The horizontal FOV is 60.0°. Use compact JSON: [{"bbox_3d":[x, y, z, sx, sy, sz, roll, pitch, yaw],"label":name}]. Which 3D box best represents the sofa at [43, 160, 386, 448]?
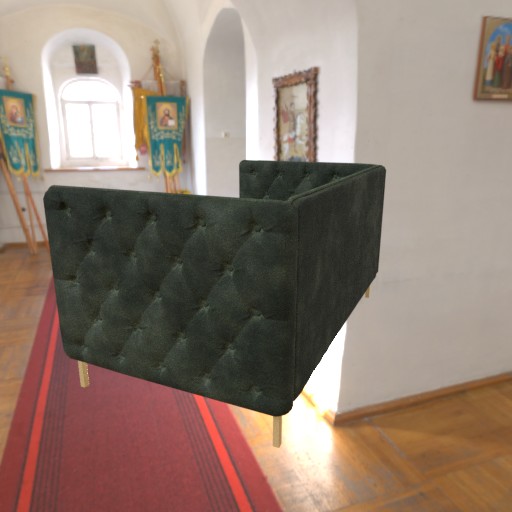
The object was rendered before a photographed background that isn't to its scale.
[{"bbox_3d":[0.000,0.000,2.037,0.895,0.768,1.537,7,17,24],"label":"sofa"}]
